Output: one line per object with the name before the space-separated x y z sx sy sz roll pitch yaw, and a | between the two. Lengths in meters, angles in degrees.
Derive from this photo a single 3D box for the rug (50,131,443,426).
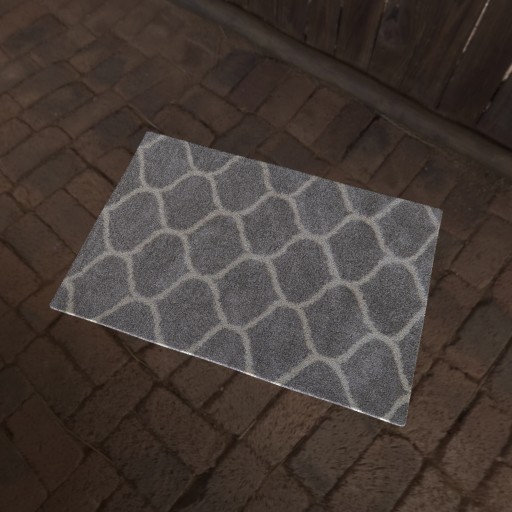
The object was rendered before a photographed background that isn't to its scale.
rug | 0.000 0.000 3.528 2.701 0.026 1.801 17 65 8
